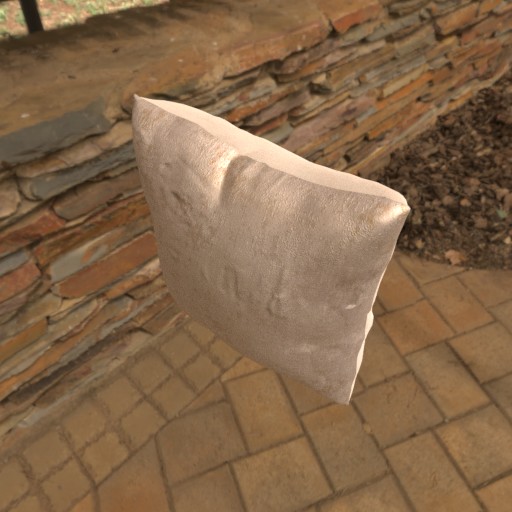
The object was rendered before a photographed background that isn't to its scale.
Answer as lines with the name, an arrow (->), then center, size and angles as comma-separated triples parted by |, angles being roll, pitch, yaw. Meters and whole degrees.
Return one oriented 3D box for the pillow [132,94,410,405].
pillow -> 0.000, 0.000, 0.735 | 0.450, 0.448, 0.245 | 31, 53, 26
